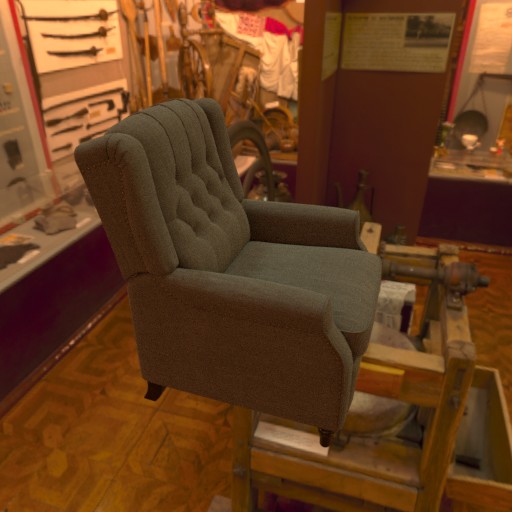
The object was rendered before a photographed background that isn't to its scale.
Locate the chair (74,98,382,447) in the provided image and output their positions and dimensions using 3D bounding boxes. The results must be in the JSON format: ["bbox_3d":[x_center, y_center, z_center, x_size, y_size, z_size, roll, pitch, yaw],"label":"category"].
[{"bbox_3d":[0.000,0.000,1.627,0.898,1.035,0.742,9,31,16],"label":"chair"}]
